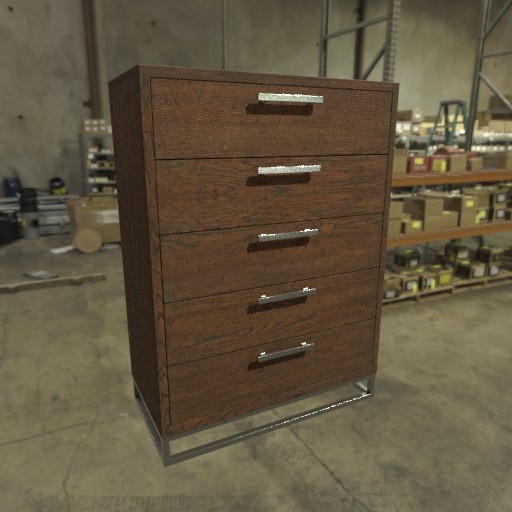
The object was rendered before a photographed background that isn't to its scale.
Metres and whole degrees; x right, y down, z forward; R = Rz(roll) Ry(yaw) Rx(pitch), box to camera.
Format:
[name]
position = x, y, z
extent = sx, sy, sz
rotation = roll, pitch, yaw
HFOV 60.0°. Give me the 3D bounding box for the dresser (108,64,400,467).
[dresser]
position = 0.000, 0.000, 1.798
extent = 0.965, 1.321, 0.508
rotation = -8, 17, -26
